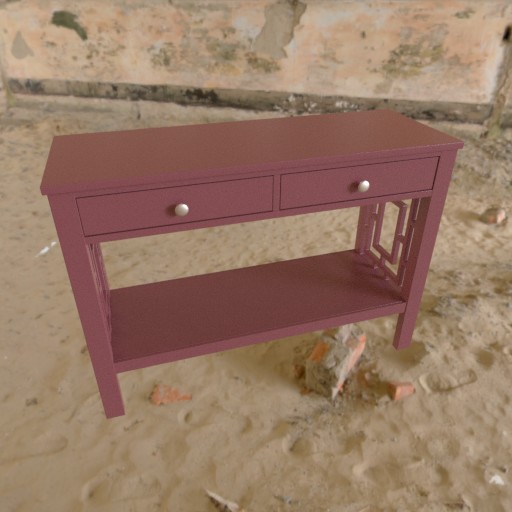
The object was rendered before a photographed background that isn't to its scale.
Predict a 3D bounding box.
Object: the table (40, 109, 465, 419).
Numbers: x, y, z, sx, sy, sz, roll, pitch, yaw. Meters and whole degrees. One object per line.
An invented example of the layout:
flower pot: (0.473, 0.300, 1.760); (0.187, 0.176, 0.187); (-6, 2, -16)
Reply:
table: (0.000, 0.000, 1.415); (1.068, 0.753, 0.397); (-9, 33, -15)
